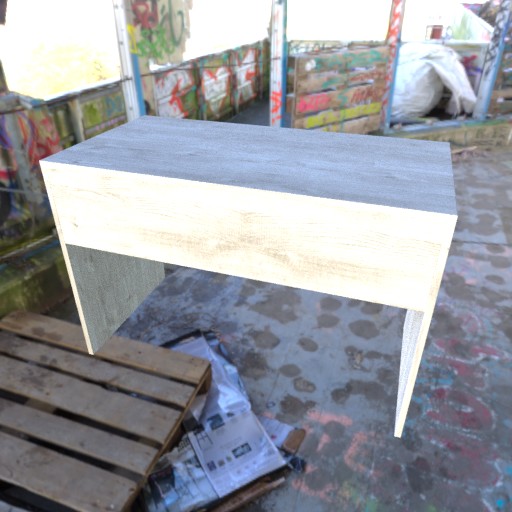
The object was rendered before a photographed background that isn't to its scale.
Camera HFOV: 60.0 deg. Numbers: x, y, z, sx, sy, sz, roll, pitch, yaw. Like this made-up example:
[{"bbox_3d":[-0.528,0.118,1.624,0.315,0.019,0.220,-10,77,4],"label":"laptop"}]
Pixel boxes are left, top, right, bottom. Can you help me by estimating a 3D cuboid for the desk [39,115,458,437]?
[{"bbox_3d":[0.000,0.000,1.510,1.100,0.730,0.560,10,32,16],"label":"desk"}]
